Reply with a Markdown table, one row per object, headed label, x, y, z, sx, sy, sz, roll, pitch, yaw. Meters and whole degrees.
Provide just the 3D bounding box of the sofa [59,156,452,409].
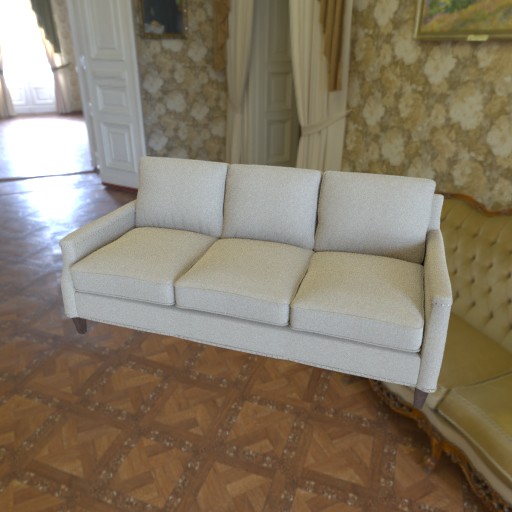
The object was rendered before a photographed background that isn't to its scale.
| label | x | y | z | sx | sy | sz | roll | pitch | yaw |
| --- | --- | --- | --- | --- | --- | --- | --- | --- | --- |
| sofa | 0.000 | 0.000 | 2.821 | 2.246 | 1.003 | 1.084 | 8 | 26 | 17 |
